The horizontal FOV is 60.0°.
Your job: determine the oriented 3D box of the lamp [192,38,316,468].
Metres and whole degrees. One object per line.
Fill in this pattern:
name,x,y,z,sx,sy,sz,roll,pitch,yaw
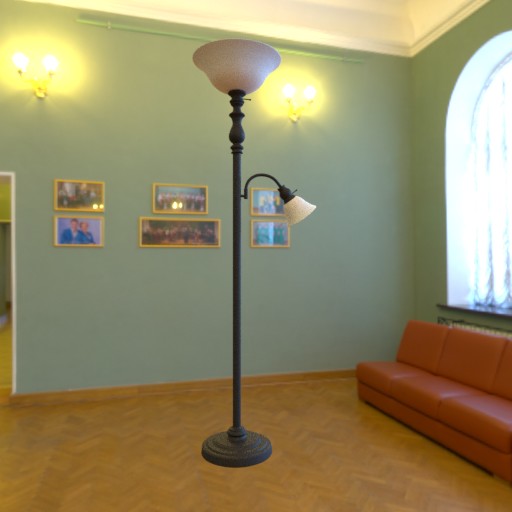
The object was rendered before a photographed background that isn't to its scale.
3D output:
lamp,0.000,0.000,2.051,0.588,1.793,0.405,0,-1,-17
